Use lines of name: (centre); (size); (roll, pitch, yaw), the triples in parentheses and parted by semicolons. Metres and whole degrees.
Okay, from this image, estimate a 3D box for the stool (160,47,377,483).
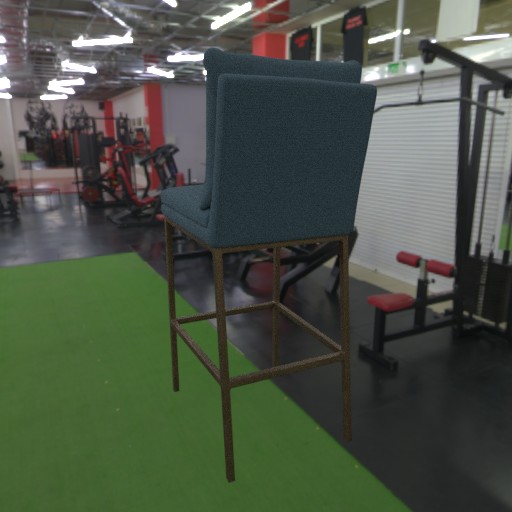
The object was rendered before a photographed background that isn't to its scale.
stool: (0.000, 0.000, 1.403); (0.463, 1.124, 0.568); (-7, 16, -24)
